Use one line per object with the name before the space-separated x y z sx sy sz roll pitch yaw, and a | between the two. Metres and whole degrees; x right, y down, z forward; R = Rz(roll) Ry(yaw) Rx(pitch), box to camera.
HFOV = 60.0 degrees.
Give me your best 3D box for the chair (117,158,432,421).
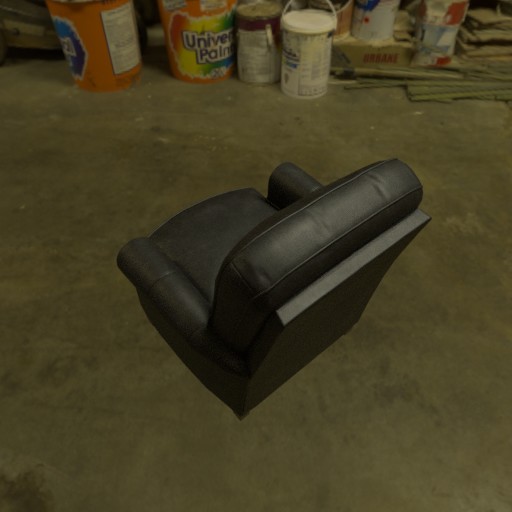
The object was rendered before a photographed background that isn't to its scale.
chair | 0.000 0.000 1.791 0.936 1.018 0.986 -32 54 -27
